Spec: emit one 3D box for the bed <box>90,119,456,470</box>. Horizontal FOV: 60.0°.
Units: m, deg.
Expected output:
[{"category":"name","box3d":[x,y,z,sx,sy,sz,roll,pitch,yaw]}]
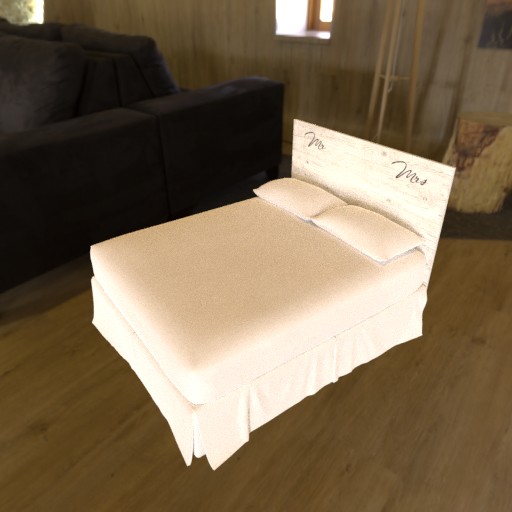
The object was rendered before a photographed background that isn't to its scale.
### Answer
[{"category":"bed","box3d":[0.000,0.000,3.213,2.094,1.335,1.745,-20,36,-30]}]
